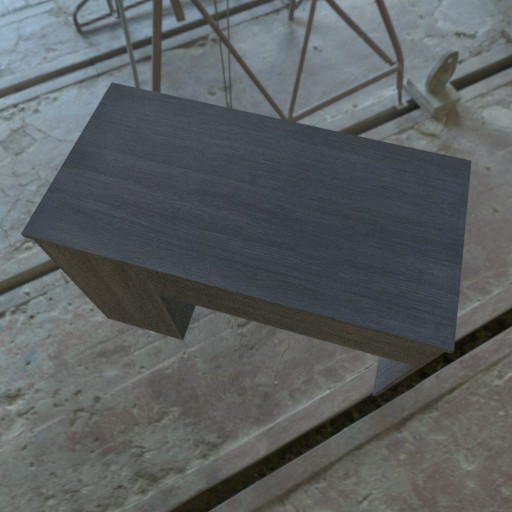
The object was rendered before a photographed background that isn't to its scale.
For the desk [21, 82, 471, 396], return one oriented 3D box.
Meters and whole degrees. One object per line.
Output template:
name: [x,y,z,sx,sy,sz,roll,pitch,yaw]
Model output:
desk: [0.000,0.000,1.514,1.096,0.730,0.560,15,65,7]
